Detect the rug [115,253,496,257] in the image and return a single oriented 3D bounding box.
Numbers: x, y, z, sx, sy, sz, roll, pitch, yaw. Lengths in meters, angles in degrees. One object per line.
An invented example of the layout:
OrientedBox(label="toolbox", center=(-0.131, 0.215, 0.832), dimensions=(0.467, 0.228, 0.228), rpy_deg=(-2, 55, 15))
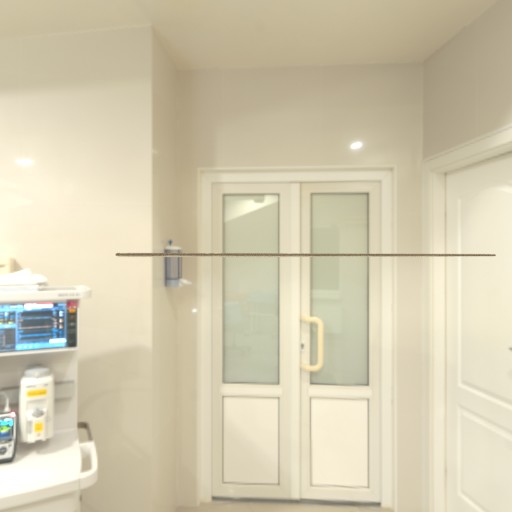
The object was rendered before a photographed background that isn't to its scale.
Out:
OrientedBox(label="rug", center=(0.000, 0.000, 3.841), dimensions=(2.288, 0.018, 2.895), rpy_deg=(0, 0, -17))
